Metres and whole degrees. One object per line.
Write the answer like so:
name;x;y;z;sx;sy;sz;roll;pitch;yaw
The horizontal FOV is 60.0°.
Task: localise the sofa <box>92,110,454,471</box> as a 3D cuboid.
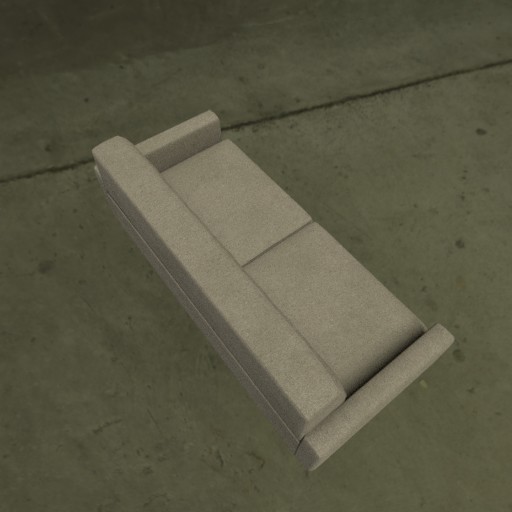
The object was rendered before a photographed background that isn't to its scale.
sofa;0.000;0.000;2.491;0.909;0.841;2.029;-33;63;-19
